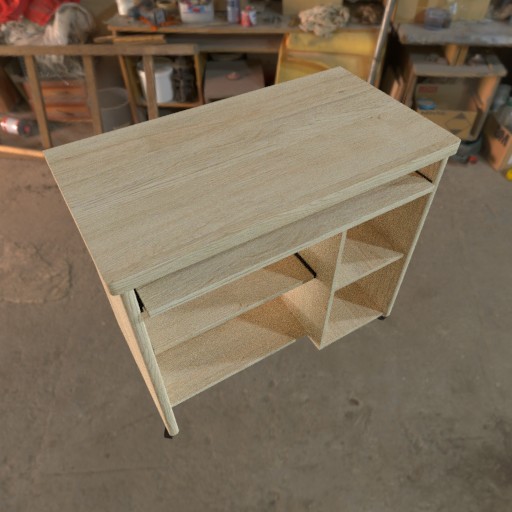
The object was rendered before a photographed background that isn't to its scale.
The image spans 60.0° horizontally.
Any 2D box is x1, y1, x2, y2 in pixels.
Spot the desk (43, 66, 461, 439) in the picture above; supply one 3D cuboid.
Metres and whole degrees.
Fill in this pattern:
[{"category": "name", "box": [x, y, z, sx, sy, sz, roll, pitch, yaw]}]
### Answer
[{"category": "desk", "box": [0.000, 0.000, 1.338, 0.885, 0.770, 0.480, -24, 51, -20]}]
